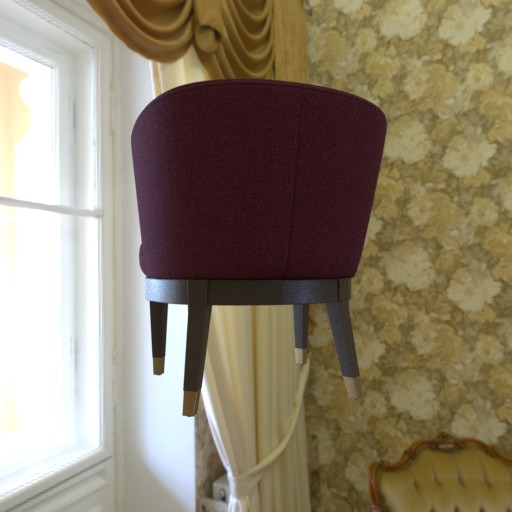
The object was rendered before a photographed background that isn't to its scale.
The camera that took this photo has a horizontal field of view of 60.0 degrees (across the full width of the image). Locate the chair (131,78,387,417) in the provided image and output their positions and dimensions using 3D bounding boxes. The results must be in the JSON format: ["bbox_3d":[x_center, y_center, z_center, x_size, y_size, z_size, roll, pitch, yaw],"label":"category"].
[{"bbox_3d":[0.000,0.000,1.282,0.700,0.760,0.660,0,-2,-18],"label":"chair"}]
